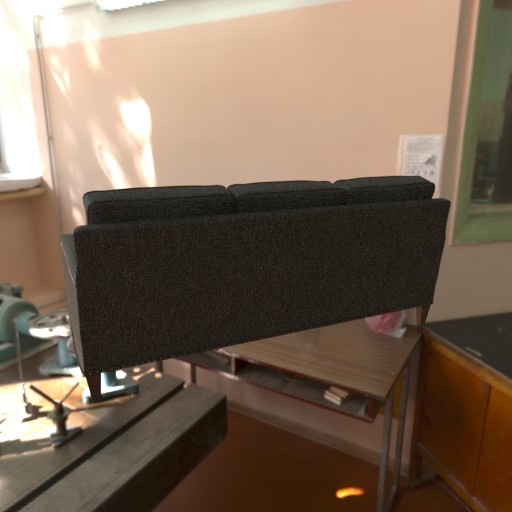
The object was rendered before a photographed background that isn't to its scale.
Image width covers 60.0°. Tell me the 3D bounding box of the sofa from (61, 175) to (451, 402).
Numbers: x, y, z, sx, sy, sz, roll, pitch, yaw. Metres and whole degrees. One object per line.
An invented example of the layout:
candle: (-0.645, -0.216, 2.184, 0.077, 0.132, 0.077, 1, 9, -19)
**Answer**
sofa: (0.000, 0.000, 2.819, 2.246, 1.003, 1.084, -7, 16, -24)
